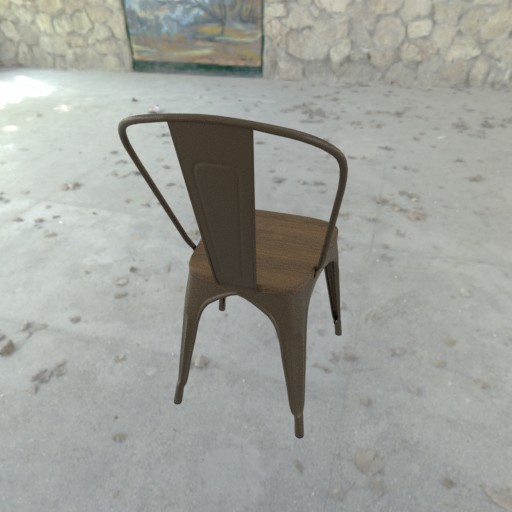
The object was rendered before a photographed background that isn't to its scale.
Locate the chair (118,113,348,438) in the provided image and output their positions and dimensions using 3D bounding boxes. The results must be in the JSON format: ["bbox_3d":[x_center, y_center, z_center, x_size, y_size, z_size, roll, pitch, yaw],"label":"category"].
[{"bbox_3d":[0.000,0.000,1.146,0.451,0.844,0.532,10,33,15],"label":"chair"}]
